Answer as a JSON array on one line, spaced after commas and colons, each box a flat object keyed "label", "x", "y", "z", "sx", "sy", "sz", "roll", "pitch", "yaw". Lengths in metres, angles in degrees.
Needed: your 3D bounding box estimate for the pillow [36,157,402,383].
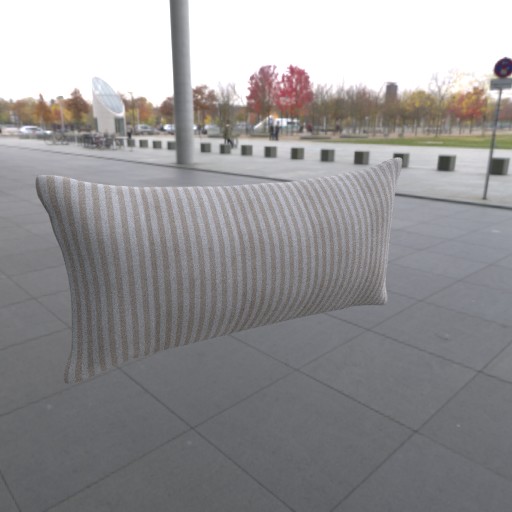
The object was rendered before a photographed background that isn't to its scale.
[{"label": "pillow", "x": 0.000, "y": 0.000, "z": 0.725, "sx": 0.617, "sy": 0.295, "sz": 0.151, "roll": -9, "pitch": 19, "yaw": -27}]
